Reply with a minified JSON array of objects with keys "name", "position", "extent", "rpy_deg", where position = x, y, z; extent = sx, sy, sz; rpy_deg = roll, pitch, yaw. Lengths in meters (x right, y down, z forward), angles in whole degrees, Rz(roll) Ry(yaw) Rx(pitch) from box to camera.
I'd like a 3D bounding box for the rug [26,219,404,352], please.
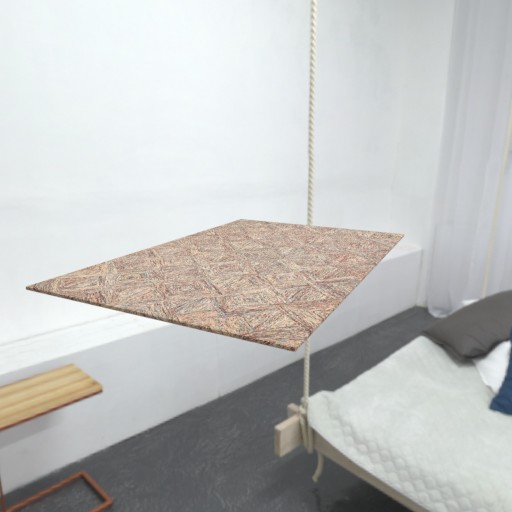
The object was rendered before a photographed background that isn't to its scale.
[{"name":"rug","position":[0.000,0.000,2.951],"extent":[1.523,0.019,2.285],"rpy_deg":[8,17,27]}]
